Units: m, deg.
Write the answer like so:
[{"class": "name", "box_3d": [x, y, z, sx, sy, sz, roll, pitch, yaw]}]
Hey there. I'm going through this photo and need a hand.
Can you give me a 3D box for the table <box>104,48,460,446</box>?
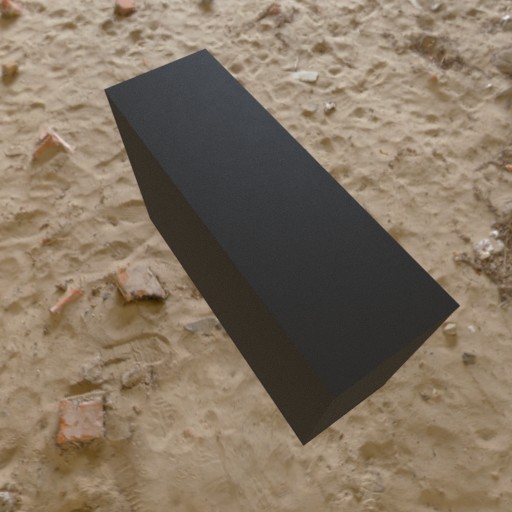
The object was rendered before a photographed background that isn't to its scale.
[{"class": "table", "box_3d": [0.000, 0.000, 1.633, 0.400, 0.855, 1.200, -30, 64, -17]}]
